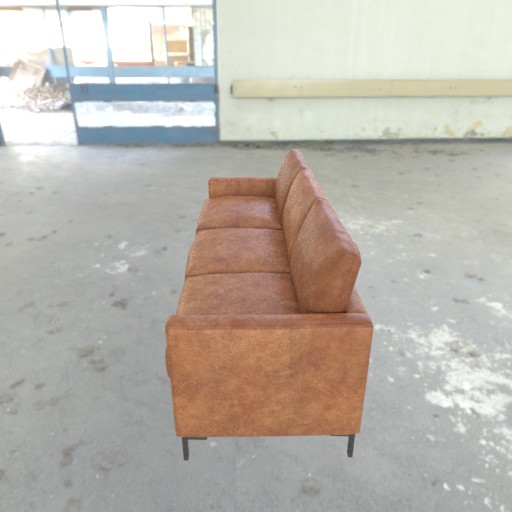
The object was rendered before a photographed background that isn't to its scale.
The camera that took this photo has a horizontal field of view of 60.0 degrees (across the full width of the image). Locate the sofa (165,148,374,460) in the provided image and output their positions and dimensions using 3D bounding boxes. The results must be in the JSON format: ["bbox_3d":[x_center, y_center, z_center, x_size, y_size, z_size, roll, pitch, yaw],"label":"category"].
[{"bbox_3d":[0.000,0.000,2.445,0.748,0.863,2.029,-1,24,-1],"label":"sofa"}]
